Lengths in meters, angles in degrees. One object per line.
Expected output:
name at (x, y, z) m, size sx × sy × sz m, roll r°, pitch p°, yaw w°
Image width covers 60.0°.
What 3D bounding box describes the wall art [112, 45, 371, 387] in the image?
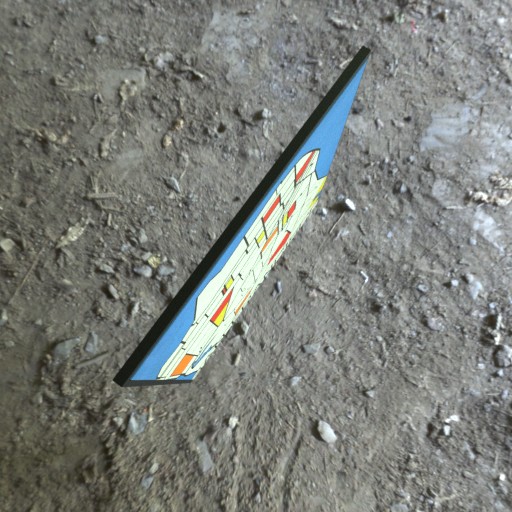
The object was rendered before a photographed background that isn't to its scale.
wall art at (0.000, 0.000, 0.687) m, size 0.013 × 0.457 × 0.458 m, roll 34°, pitch 77°, yaw 9°
